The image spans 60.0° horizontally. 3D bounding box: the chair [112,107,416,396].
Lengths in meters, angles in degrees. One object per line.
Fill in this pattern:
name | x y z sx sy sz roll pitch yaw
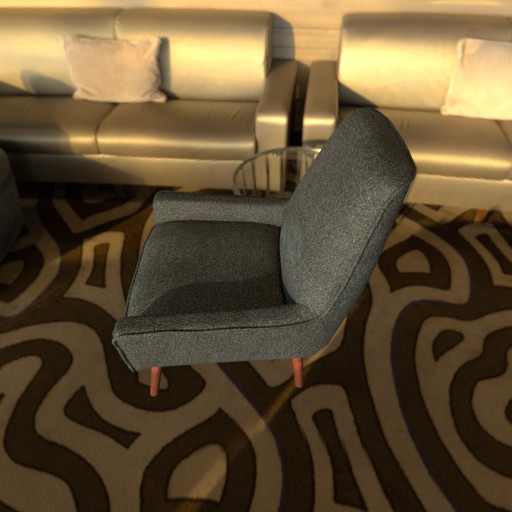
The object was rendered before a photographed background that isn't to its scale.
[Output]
chair | 0.000 0.000 1.540 0.859 0.883 0.763 0 41 0
